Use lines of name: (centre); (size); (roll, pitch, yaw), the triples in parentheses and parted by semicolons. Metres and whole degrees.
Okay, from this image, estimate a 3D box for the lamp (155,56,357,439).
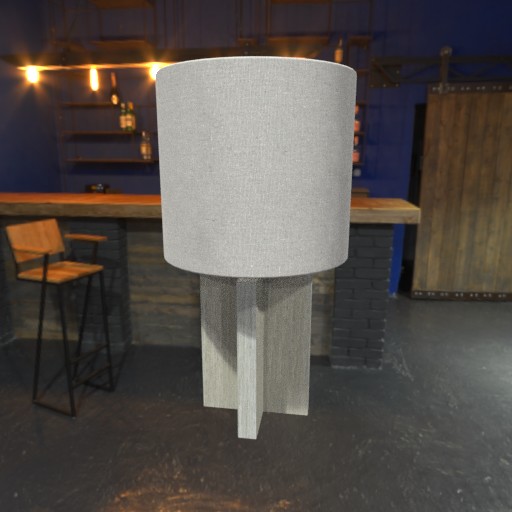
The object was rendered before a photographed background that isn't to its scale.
lamp: (0.000, 0.000, 0.563); (0.229, 0.428, 0.229); (2, 14, 9)
